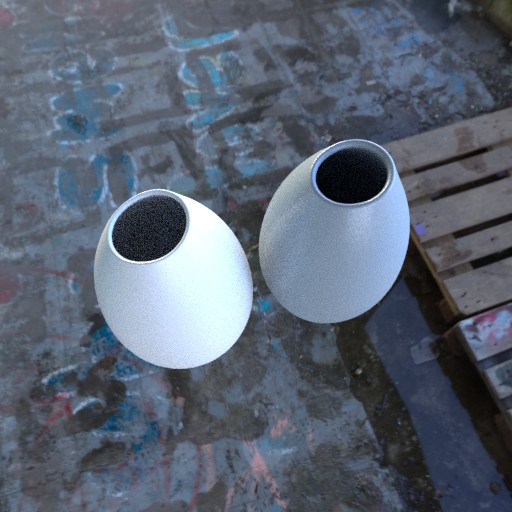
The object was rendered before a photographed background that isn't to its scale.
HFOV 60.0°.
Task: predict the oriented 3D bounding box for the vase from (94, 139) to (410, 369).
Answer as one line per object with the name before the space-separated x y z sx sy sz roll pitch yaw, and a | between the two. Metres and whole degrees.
vase | 0.000 0.000 0.259 0.187 0.131 0.089 -16 66 -7
